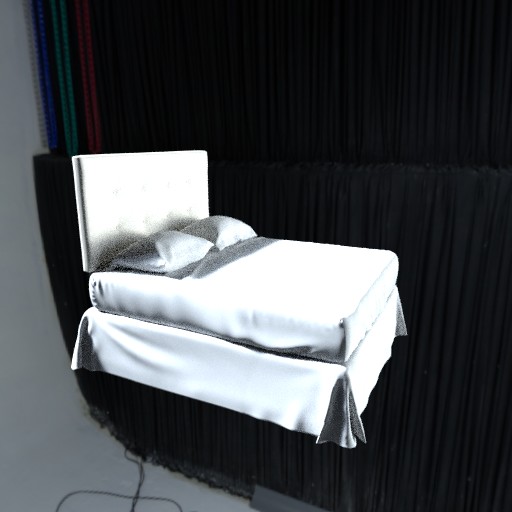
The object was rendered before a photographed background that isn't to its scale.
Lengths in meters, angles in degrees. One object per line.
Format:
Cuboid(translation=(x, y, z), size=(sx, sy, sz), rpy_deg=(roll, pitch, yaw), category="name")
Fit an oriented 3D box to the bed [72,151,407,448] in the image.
Cuboid(translation=(0.000, 0.000, 3.523), size=(2.222, 1.577, 1.936), rpy_deg=(7, 16, 25), category="bed")
